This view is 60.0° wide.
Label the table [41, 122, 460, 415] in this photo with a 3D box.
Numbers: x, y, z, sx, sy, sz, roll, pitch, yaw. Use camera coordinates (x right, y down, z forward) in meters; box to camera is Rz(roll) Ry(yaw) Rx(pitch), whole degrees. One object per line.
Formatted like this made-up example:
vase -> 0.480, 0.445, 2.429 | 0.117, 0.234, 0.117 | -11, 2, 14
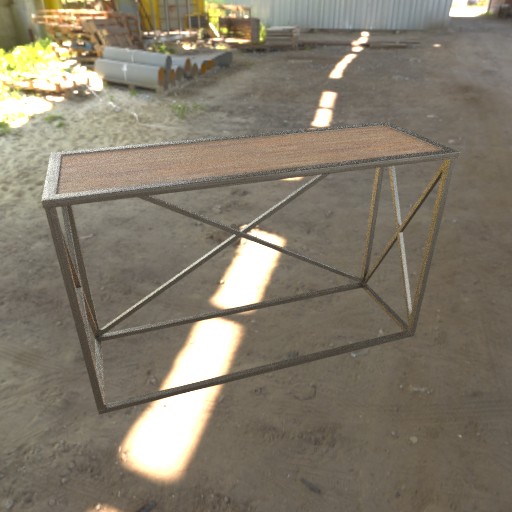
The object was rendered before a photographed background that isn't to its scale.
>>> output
table -> 0.000, 0.000, 1.575 | 1.216, 0.753, 0.402 | -10, 32, -16
